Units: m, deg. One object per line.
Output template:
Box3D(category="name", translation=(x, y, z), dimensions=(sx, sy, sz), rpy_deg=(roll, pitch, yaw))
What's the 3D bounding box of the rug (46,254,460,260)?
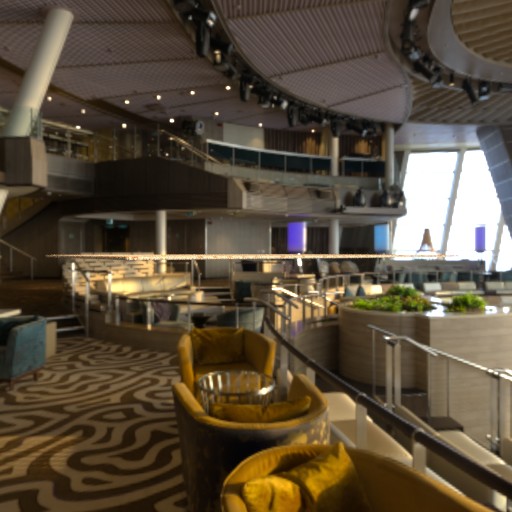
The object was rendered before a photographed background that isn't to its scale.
Box3D(category="rug", translation=(0.000, 0.000, 2.347), dimensions=(1.829, 0.011, 1.219), rpy_deg=(0, 1, -35))
